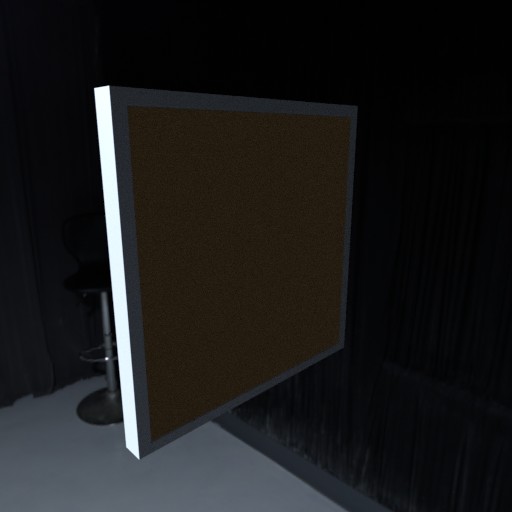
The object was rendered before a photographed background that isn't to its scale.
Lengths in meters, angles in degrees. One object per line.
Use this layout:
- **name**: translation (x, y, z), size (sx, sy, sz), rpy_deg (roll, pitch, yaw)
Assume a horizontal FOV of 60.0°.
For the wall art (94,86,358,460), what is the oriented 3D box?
- **wall art**: translation (0.000, 0.000, 0.756), size (0.506, 0.506, 0.038), rpy_deg (-14, 21, -42)
